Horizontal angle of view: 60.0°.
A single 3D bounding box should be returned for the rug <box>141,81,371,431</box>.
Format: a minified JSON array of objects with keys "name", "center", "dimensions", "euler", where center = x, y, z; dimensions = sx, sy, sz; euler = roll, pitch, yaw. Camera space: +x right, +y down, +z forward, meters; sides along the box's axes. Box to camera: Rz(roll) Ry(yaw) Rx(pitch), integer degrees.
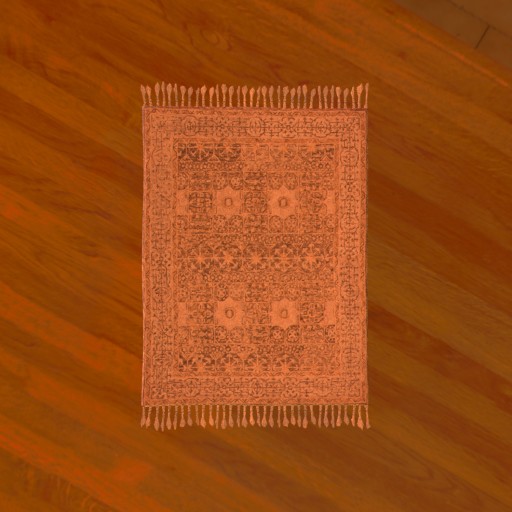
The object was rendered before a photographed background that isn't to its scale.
[{"name":"rug","center":[0.000,0.000,3.118],"dimensions":[1.619,0.023,2.465],"euler":[0,90,-2]}]
